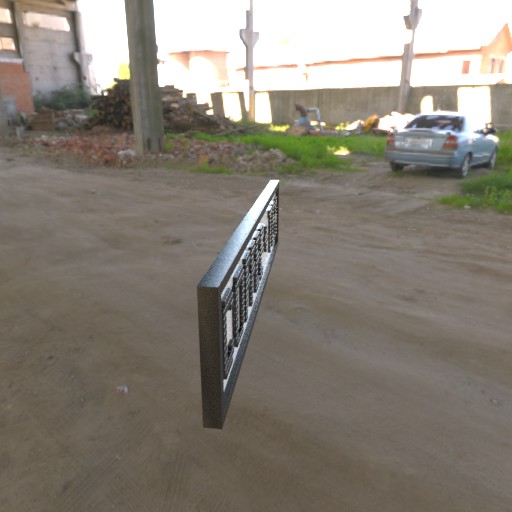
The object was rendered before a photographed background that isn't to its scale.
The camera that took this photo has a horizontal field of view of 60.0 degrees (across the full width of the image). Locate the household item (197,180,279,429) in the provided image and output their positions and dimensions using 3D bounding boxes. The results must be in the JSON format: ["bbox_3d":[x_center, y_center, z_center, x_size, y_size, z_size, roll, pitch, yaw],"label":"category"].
[{"bbox_3d":[0.000,0.000,1.118,0.030,0.236,1.001,2,18,7],"label":"household item"}]
